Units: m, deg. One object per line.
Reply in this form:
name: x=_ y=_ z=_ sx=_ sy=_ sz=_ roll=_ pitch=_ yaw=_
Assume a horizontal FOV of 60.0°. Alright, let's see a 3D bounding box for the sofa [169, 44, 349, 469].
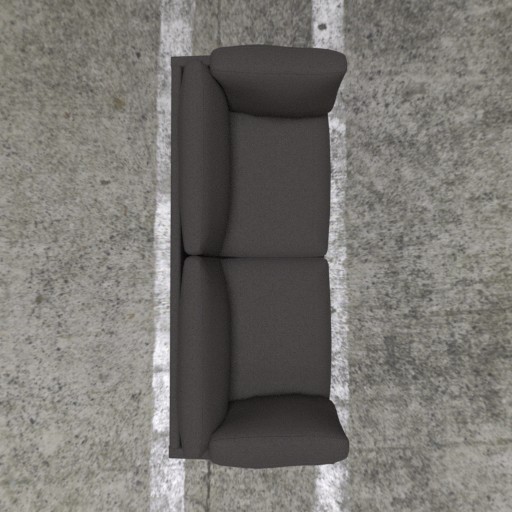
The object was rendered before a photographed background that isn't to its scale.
sofa: x=0.000 y=0.000 z=2.665 sx=0.969 sy=0.792 sz=2.312 roll=0 pitch=88 yaw=-1
